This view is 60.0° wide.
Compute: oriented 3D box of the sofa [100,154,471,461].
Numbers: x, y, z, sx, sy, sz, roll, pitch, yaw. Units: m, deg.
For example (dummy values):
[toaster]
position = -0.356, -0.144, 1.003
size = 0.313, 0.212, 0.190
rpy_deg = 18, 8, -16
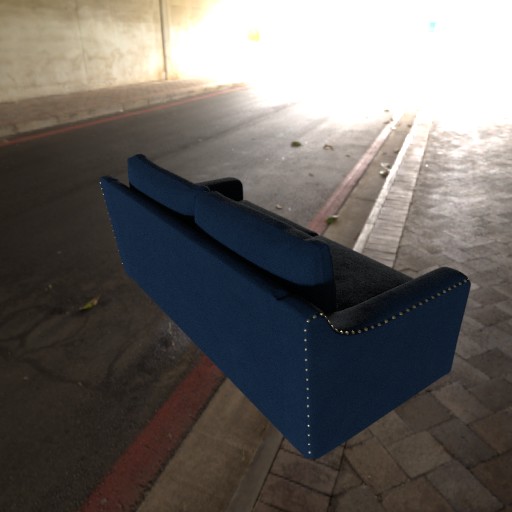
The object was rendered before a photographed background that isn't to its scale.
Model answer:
[sofa]
position = 0.000, 0.000, 2.656
size = 1.104, 0.983, 2.107
rpy_deg = -18, 31, -32
